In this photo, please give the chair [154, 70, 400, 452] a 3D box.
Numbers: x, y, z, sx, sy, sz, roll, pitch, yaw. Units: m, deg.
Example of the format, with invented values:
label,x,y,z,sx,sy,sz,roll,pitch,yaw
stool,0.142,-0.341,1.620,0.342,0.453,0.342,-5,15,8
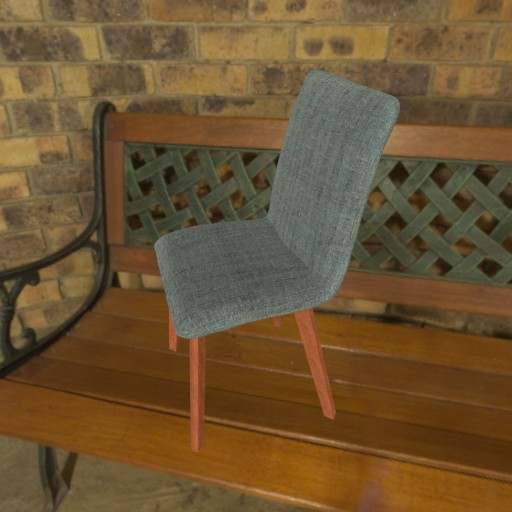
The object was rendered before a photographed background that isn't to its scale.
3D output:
label,x,y,z,sx,sy,sz,roll,pitch,yaw
chair,0.000,0.000,1.326,0.563,0.974,0.522,-9,31,-15
